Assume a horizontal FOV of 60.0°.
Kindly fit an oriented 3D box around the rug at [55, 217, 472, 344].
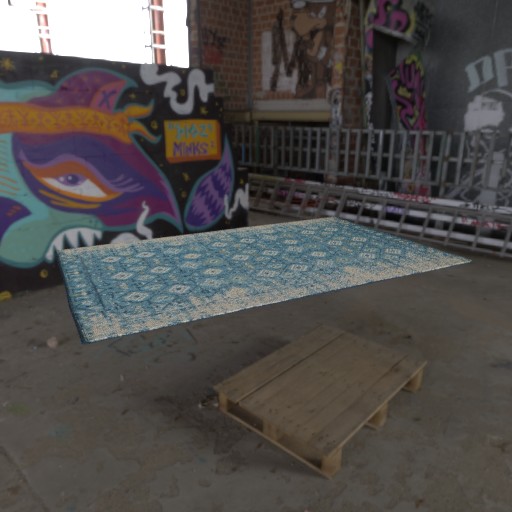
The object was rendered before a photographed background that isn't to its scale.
[{"bbox_3d":[0.000,0.000,3.036,2.449,0.015,1.530,-9,19,-26],"label":"rug"}]
